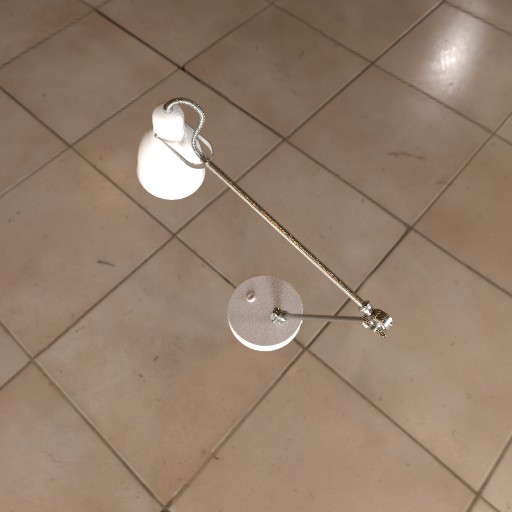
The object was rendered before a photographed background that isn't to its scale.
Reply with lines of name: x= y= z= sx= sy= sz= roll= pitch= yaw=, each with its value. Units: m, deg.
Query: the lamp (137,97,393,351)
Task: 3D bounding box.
lamp: x=0.000 y=0.000 z=0.873 sx=0.561 sy=0.587 sz=0.187 roll=38 pitch=69 yaw=17
